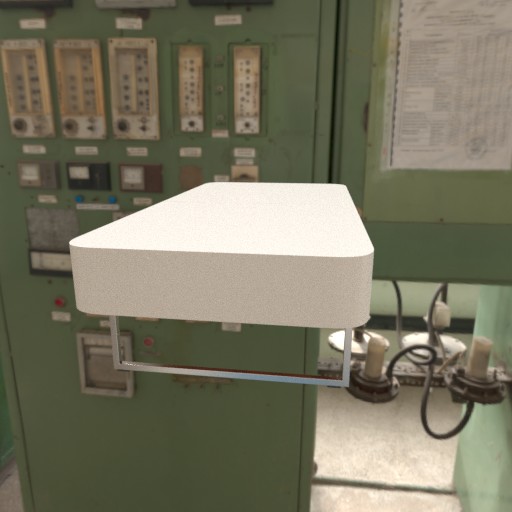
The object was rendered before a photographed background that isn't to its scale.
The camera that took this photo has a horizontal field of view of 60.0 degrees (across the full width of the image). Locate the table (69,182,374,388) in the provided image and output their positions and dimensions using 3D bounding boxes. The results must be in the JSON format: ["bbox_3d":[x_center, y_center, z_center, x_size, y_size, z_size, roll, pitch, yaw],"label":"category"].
[{"bbox_3d":[0.000,0.000,1.420,0.600,0.340,1.200,2,15,8],"label":"table"}]
